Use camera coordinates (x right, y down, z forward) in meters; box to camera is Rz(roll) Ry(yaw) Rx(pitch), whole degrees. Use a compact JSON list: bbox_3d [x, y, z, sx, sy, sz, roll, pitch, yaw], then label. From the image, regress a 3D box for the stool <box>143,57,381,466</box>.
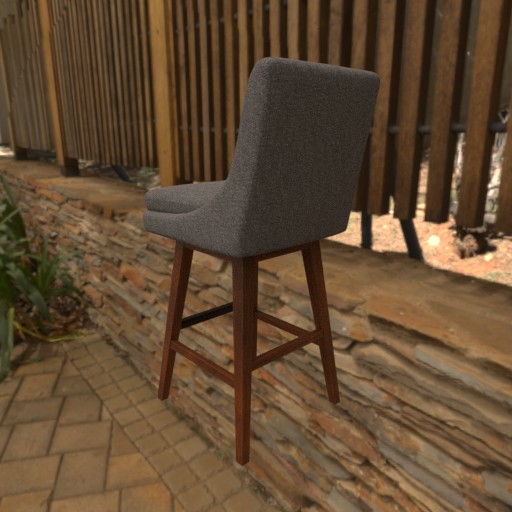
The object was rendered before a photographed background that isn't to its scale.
[{"bbox_3d":[0.000,0.000,1.395,0.489,1.068,0.572,-14,21,-41],"label":"stool"}]
